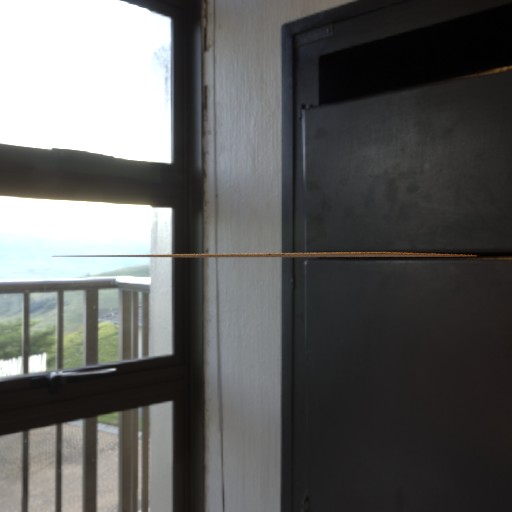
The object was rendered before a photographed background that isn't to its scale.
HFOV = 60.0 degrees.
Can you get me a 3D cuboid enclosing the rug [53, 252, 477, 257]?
[{"bbox_3d":[0.000,0.000,2.901,2.336,0.007,1.525,0,-1,38],"label":"rug"}]
